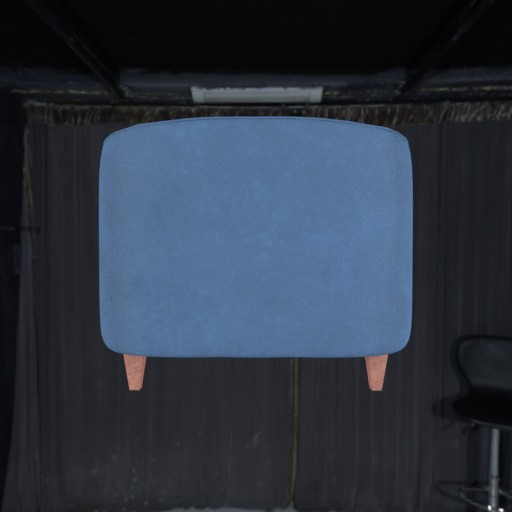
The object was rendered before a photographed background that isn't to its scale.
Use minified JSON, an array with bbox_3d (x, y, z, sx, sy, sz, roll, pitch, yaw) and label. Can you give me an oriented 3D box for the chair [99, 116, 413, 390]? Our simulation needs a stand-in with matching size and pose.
[{"bbox_3d":[0.000,0.000,1.785,1.094,0.852,0.940,0,1,0],"label":"chair"}]
